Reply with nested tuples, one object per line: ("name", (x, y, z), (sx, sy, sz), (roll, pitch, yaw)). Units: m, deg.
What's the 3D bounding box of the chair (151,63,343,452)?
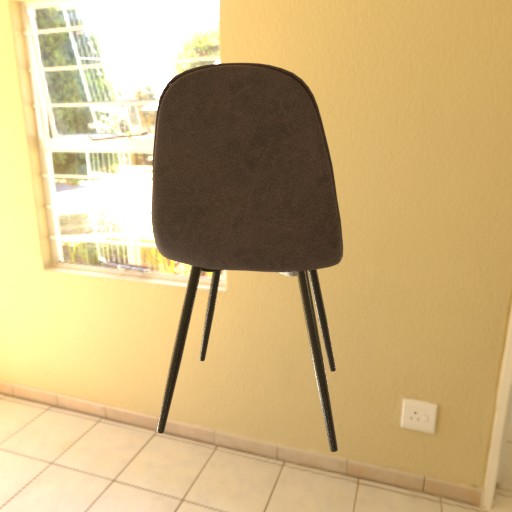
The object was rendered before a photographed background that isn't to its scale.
("chair", (0.000, 0.000, 1.202), (0.472, 0.889, 0.561), (2, 15, 9))
